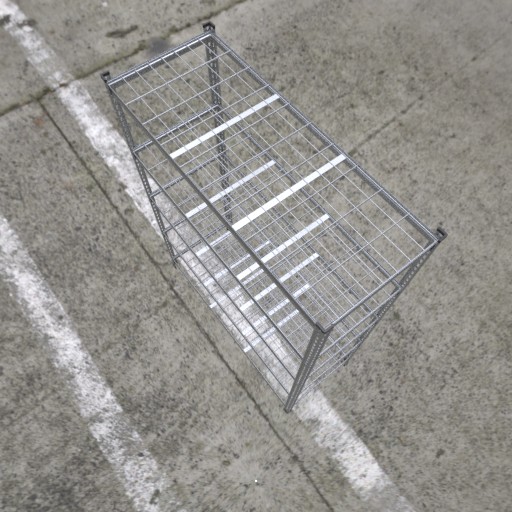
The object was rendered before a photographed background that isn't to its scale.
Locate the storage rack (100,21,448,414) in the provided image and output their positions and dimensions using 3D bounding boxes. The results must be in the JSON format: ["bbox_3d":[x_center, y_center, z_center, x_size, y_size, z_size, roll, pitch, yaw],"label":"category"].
[{"bbox_3d":[0.000,0.000,2.694,0.610,1.981,1.524,-35,68,-16],"label":"storage rack"}]
